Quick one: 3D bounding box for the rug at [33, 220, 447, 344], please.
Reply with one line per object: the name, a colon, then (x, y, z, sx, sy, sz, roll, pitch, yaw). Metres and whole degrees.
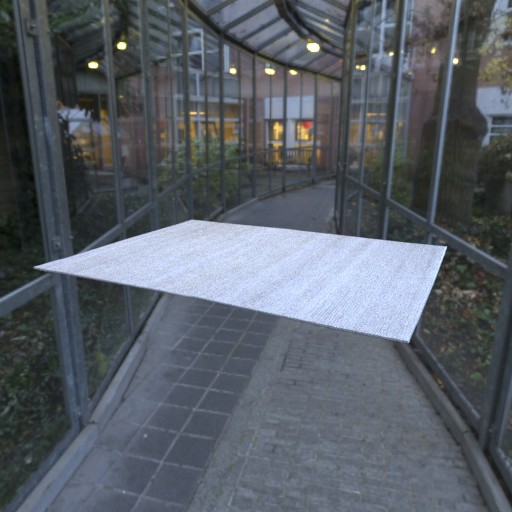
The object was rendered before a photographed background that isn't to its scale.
rug: (0.000, 0.000, 4.298, 3.245, 0.046, 2.467, 8, 17, 26)
